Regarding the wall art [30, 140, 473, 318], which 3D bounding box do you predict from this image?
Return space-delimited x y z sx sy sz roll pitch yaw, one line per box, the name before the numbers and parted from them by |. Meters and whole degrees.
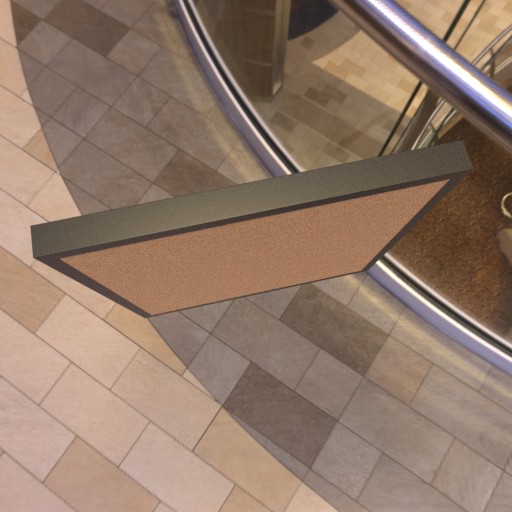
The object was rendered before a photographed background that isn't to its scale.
wall art | 0.000 0.000 0.749 0.508 0.508 0.038 -12 75 -3
